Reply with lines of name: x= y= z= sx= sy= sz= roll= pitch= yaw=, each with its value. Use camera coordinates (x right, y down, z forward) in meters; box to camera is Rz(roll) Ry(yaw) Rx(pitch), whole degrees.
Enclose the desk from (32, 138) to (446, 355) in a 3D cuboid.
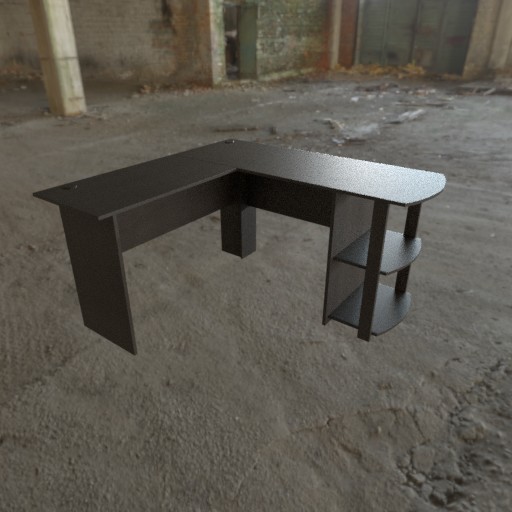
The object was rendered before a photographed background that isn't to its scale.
desk: x=0.000 y=0.000 z=2.117 sx=1.361 sy=0.716 sz=1.303 roll=19 pitch=32 yaw=32
